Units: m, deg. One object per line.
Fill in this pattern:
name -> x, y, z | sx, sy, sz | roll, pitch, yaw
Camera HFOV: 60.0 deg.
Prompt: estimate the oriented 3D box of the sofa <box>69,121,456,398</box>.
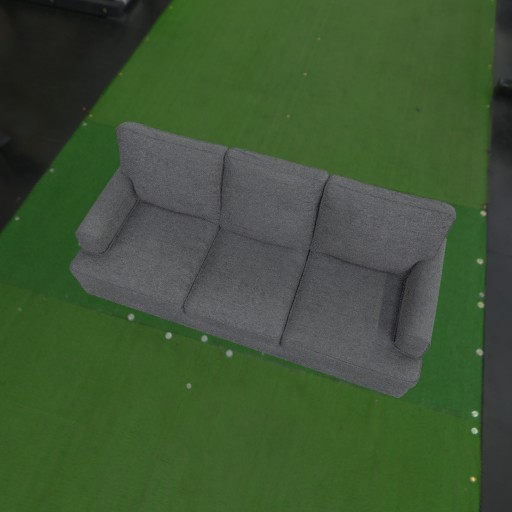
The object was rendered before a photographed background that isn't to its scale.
sofa -> 0.000, 0.000, 2.736 | 2.158, 0.965, 0.951 | 17, 60, 10
